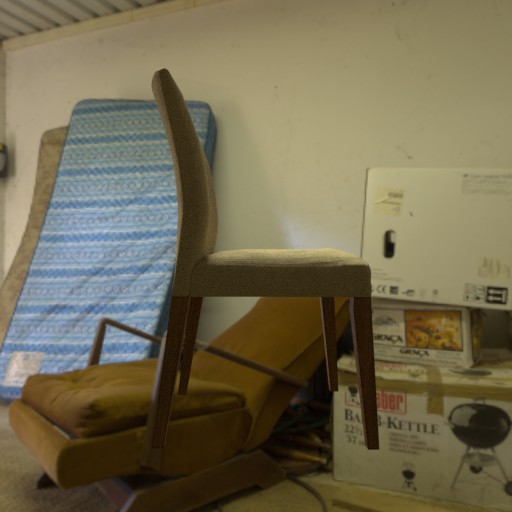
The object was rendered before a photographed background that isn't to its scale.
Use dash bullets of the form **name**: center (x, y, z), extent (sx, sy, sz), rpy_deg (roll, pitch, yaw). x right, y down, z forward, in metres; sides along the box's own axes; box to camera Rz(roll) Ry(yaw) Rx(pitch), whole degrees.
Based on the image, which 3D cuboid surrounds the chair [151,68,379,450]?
- **chair**: center (0.000, 0.000, 1.315), extent (0.585, 0.940, 0.496), rpy_deg (0, 0, -1)
